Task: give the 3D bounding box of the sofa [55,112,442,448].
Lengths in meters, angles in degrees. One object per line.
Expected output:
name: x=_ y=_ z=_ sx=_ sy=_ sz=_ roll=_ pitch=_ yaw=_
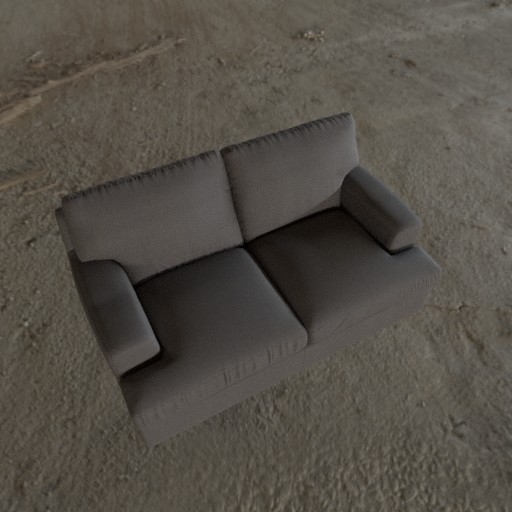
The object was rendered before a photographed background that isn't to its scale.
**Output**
sofa: x=0.000 y=0.000 z=2.493 sx=1.880 sy=0.940 sz=1.143 roll=-22 pitch=50 yaw=-19
